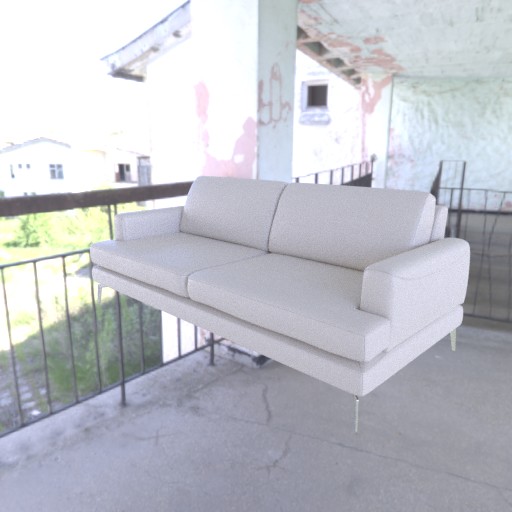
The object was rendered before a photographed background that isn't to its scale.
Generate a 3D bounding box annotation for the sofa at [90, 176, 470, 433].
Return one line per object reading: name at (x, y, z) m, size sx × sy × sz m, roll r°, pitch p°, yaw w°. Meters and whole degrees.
sofa at (0.000, 0.000, 2.395) m, size 1.940 × 0.765 × 0.974 m, roll 13°, pitch 19°, yaw 43°
